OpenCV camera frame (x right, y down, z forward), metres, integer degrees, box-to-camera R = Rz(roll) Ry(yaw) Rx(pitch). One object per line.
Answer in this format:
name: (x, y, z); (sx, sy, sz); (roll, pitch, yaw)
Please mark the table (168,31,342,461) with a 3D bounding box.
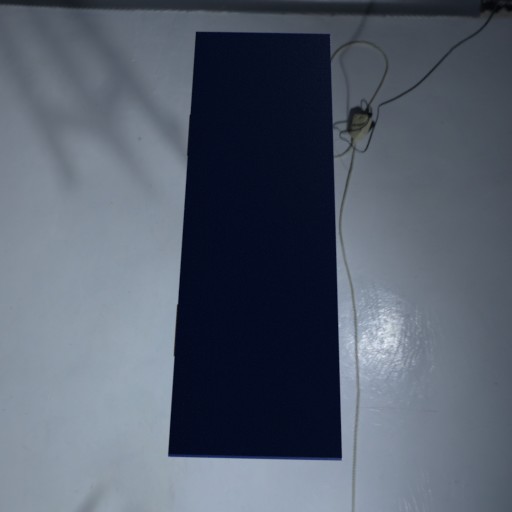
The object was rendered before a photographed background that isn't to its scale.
table: (0.000, 0.000, 1.471); (0.399, 0.749, 1.118); (1, 75, 0)
